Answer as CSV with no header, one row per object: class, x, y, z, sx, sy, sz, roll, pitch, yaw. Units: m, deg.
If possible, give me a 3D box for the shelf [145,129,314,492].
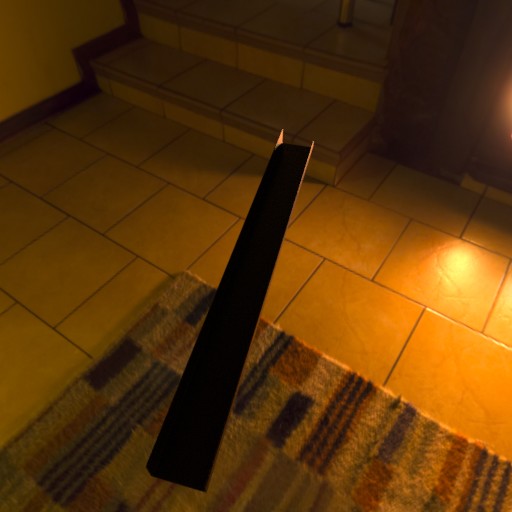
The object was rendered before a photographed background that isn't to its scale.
shelf,0.000,0.000,0.956,0.092,0.049,0.924,11,49,10
